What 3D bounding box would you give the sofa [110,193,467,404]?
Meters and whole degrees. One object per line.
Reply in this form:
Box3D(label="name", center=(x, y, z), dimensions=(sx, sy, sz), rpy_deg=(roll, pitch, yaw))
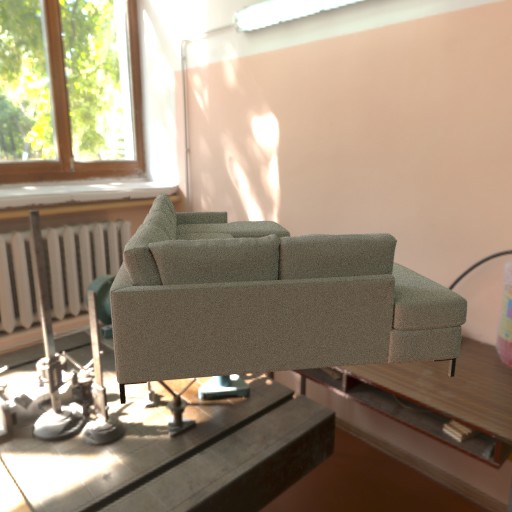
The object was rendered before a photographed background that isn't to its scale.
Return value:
Box3D(label="sofa", center=(0.000, 0.000, 3.779), dimensions=(1.989, 0.862, 2.984), rpy_deg=(-2, 14, -9))
